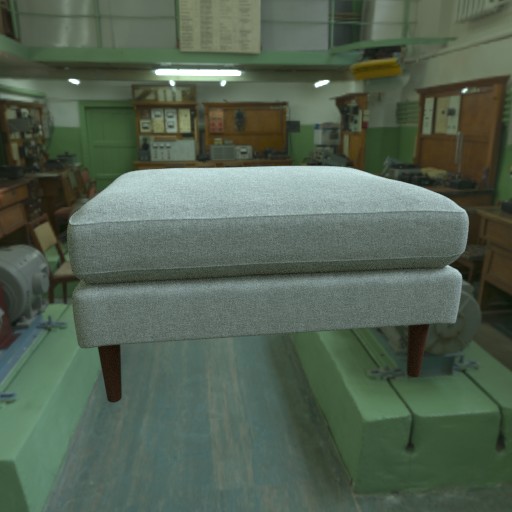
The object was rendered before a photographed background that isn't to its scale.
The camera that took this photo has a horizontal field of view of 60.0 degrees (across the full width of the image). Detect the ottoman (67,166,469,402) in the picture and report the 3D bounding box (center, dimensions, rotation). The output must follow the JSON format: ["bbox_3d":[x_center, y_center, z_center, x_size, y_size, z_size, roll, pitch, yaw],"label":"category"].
[{"bbox_3d":[0.000,0.000,1.231,0.821,0.474,0.693,-2,17,-8],"label":"ottoman"}]
